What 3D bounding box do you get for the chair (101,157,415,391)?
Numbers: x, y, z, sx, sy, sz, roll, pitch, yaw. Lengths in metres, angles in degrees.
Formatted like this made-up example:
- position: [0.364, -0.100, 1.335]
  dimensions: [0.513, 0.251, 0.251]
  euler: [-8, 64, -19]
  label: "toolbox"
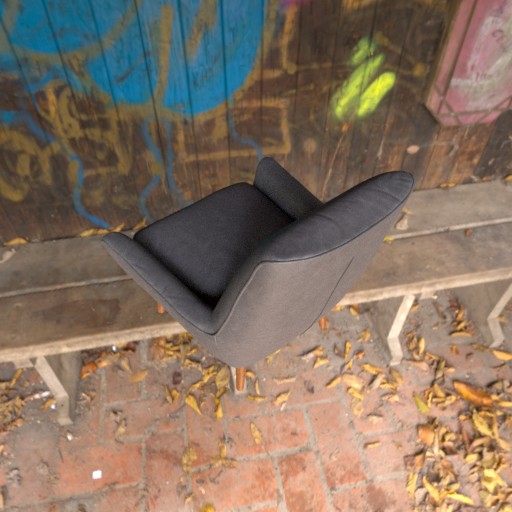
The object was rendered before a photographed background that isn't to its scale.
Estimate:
- position: [0.000, 0.000, 1.548]
  dimensions: [0.787, 0.888, 0.822]
  euler: [-31, 54, -26]
  label: "chair"
